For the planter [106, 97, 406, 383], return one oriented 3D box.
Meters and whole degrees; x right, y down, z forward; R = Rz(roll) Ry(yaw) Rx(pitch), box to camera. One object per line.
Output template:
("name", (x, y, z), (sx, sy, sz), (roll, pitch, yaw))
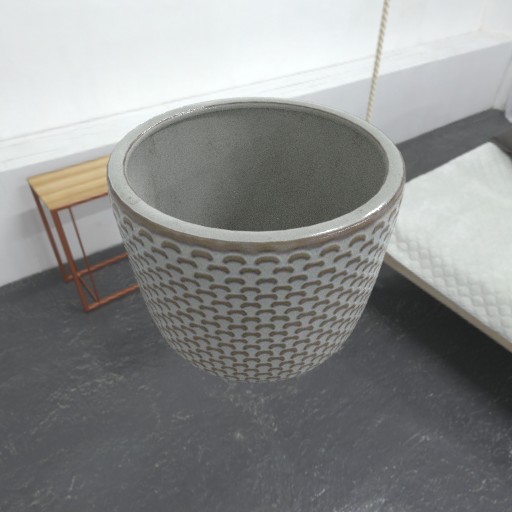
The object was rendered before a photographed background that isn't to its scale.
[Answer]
("planter", (0.000, 0.000, 0.250), (0.139, 0.130, 0.139), (0, 41, 0))
